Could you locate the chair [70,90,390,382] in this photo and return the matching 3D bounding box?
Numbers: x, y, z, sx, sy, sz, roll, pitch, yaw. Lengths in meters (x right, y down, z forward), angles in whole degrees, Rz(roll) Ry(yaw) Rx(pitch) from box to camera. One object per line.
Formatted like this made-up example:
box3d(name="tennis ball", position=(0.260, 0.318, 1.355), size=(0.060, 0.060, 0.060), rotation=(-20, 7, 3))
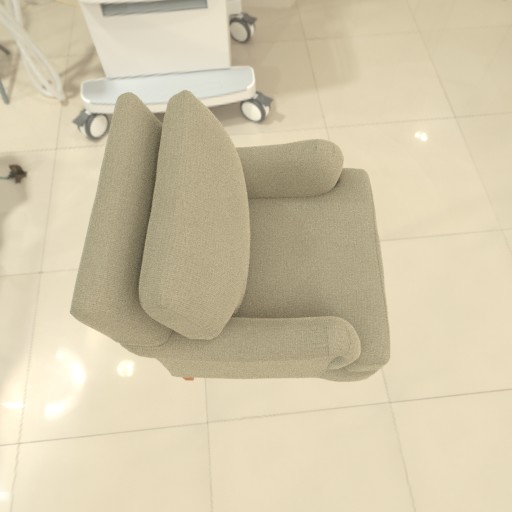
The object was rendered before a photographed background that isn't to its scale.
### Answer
box3d(name="chair", position=(0.000, 0.000, 1.866), size=(1.070, 1.038, 0.955), rotation=(1, 63, 0))
